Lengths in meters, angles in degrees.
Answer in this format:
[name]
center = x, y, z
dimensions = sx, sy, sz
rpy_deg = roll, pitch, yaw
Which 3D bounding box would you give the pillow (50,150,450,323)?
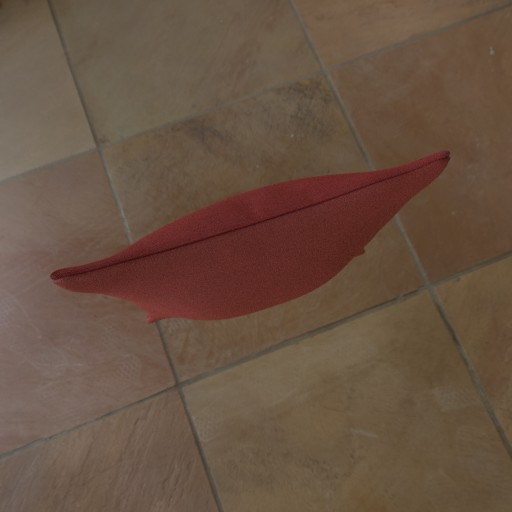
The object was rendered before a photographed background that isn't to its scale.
[pillow]
center = 0.000, 0.000, 0.651
dimensions = 0.435, 0.416, 0.151
rpy_deg = -18, 77, -4
